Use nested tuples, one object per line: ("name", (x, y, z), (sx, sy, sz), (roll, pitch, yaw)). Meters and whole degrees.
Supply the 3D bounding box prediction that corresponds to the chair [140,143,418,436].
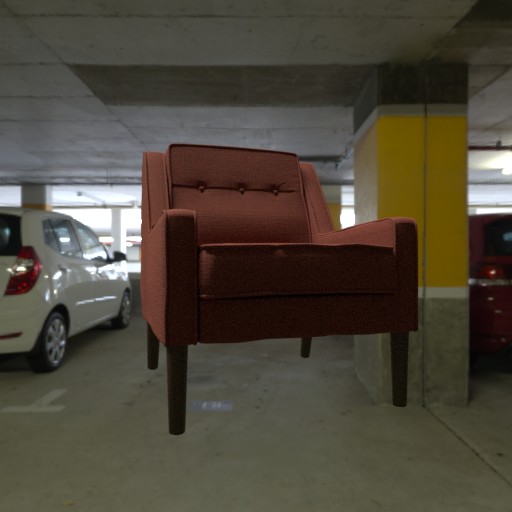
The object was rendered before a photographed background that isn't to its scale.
("chair", (0.000, 0.000, 1.399), (0.680, 0.812, 0.770), (0, 0, -18))
